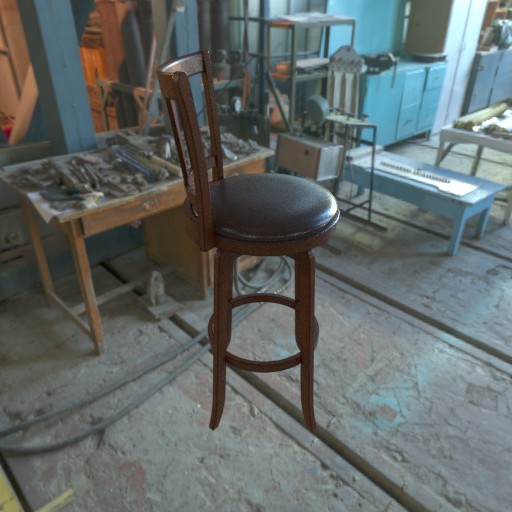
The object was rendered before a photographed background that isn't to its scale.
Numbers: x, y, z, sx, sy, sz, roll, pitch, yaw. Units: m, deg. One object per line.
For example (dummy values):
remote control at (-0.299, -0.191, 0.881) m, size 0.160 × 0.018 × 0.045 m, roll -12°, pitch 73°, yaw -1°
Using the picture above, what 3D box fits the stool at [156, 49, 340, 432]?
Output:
stool at (0.000, 0.000, 1.437) m, size 0.503 × 1.177 × 0.464 m, roll 0°, pitch 31°, yaw 1°
